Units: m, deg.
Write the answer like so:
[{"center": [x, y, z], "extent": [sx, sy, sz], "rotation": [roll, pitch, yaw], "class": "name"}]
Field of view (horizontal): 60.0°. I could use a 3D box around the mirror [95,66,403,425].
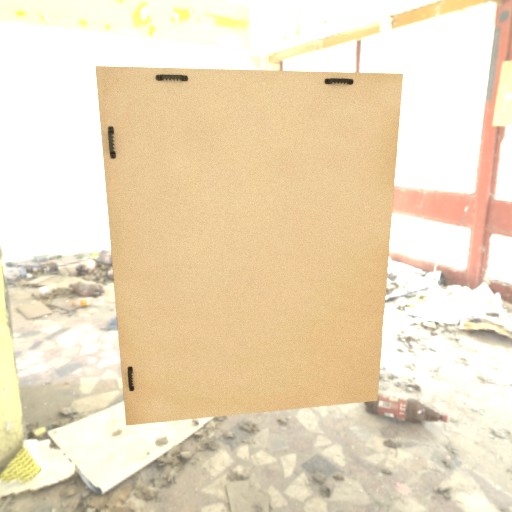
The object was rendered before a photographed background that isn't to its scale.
[{"center": [0.000, 0.000, 0.656], "extent": [0.406, 0.509, 0.041], "rotation": [-2, 15, -9], "class": "mirror"}]
